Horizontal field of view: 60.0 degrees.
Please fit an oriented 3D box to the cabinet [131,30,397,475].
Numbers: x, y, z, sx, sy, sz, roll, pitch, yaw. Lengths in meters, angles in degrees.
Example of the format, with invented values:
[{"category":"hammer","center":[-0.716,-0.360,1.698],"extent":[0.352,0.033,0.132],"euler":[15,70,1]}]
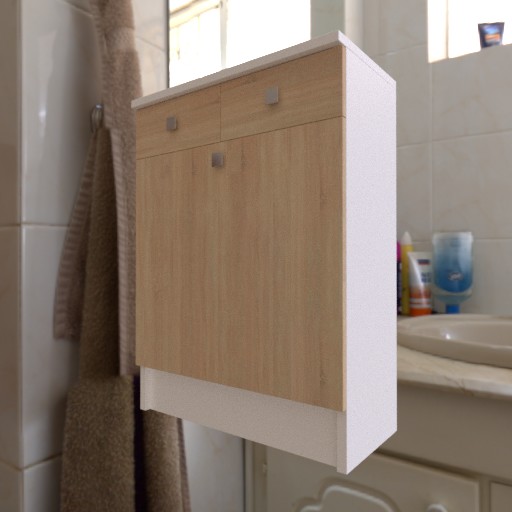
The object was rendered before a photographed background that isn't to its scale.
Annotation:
[{"category":"cabinet","center":[0.000,0.000,1.097],"extent":[0.600,0.815,0.296],"euler":[0,-1,37]}]
